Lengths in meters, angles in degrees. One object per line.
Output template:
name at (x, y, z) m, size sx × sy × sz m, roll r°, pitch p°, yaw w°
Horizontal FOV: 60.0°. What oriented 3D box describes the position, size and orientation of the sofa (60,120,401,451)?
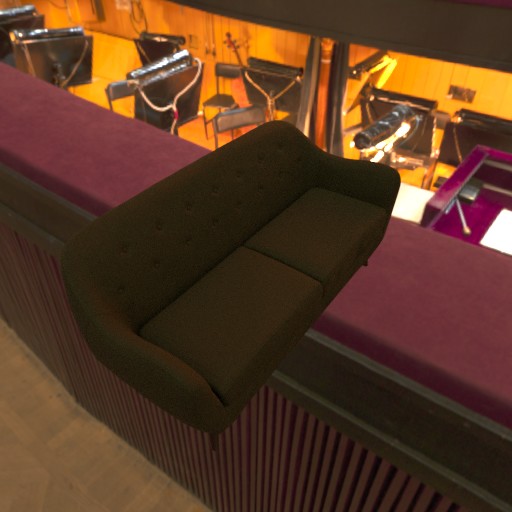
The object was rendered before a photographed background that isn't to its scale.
sofa at (0.000, 0.000, 2.293) m, size 0.820 × 0.836 × 1.840 m, roll 25°, pitch 45°, yaw 27°
